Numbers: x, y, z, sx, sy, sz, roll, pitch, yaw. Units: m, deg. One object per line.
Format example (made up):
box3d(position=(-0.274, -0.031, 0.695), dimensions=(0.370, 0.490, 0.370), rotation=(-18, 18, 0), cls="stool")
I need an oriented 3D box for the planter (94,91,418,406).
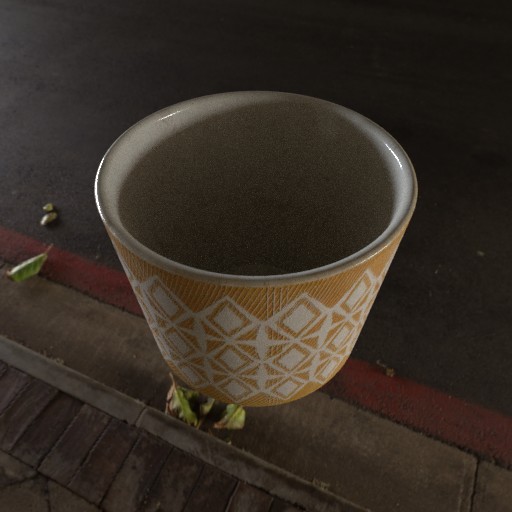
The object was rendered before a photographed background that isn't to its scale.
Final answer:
box3d(position=(0.000, 0.000, 0.331), dimensions=(0.193, 0.165, 0.193), rotation=(0, 47, 0), cls="planter")
